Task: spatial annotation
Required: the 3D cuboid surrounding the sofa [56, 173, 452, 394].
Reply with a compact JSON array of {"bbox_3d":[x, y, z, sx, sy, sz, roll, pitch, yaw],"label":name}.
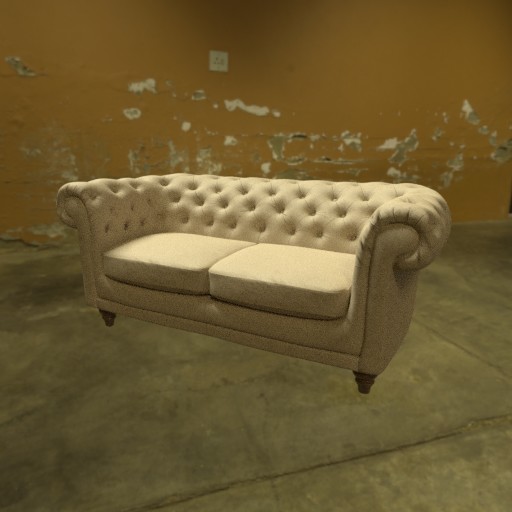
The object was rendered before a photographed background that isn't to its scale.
[{"bbox_3d":[0.000,0.000,2.492,1.988,0.835,1.069,8,17,27],"label":"sofa"}]
